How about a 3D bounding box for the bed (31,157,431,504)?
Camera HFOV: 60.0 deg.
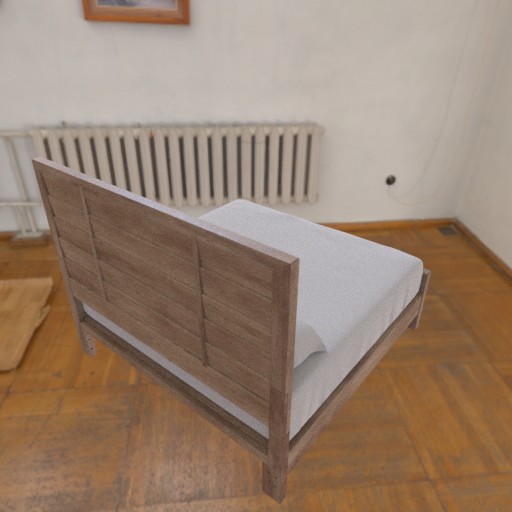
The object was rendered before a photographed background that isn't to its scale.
[{"bbox_3d":[0.000,0.000,3.375,2.032,1.626,2.062,23,37,33],"label":"bed"}]
